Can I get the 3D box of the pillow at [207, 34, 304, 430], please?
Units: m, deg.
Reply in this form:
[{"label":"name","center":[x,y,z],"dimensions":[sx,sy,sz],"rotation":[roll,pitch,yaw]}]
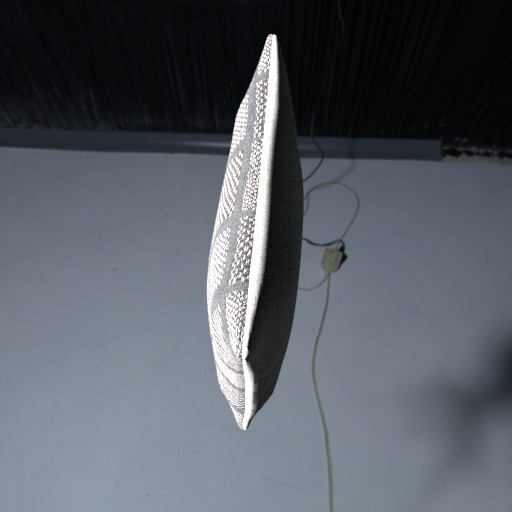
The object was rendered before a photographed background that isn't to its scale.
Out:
[{"label":"pillow","center":[0.000,0.000,0.661],"dimensions":[0.138,0.432,0.435],"rotation":[4,61,2]}]
